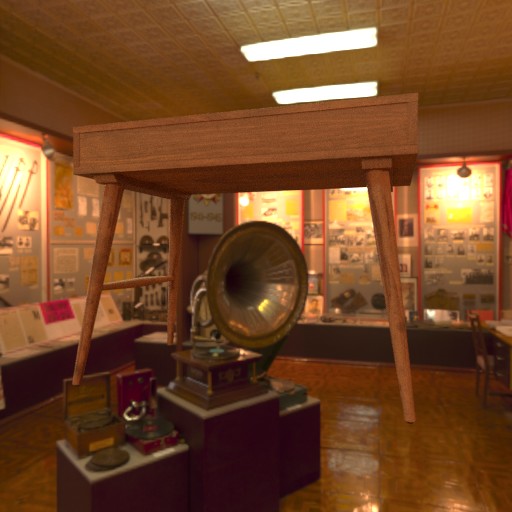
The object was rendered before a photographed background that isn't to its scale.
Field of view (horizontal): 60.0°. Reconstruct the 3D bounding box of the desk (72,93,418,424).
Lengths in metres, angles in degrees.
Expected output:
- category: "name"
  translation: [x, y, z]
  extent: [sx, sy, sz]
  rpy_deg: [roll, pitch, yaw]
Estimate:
- category: "desk"
  translation: [0.000, 0.000, 1.422]
  extent: [0.949, 0.758, 0.588]
  rpy_deg: [0, 1, 17]
